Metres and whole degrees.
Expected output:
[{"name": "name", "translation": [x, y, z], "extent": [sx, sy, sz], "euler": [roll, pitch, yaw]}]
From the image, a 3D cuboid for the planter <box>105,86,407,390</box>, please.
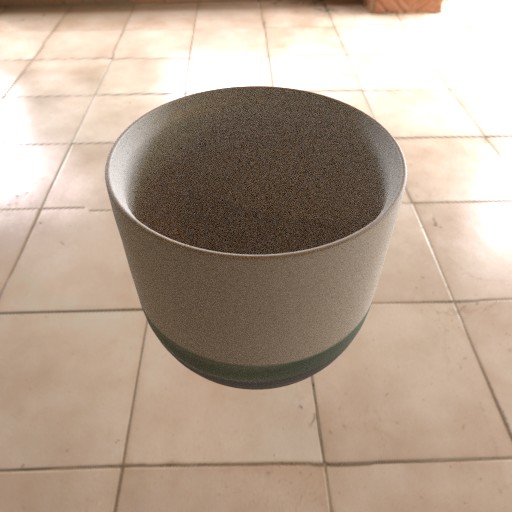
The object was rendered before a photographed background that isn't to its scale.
[{"name": "planter", "translation": [0.000, 0.000, 0.496], "extent": [0.268, 0.270, 0.268], "euler": [0, 46, 0]}]
